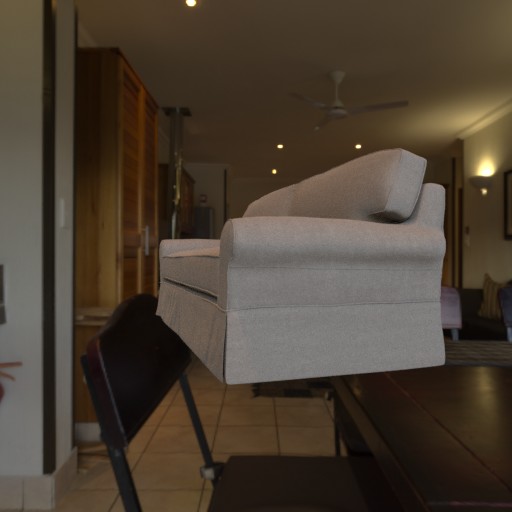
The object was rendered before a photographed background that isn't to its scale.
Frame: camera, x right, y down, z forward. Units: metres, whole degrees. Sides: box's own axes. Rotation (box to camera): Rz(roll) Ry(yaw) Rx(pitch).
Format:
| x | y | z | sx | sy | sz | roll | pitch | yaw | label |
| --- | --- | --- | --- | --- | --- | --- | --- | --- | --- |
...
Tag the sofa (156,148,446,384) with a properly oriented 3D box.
| x | y | z | sx | sy | sz | roll | pitch | yaw | label |
| --- | --- | --- | --- | --- | --- | --- | --- | --- | --- |
| 0.000 | 0.000 | 2.717 | 0.991 | 0.943 | 2.248 | 0 | 0 | -19 | sofa |
